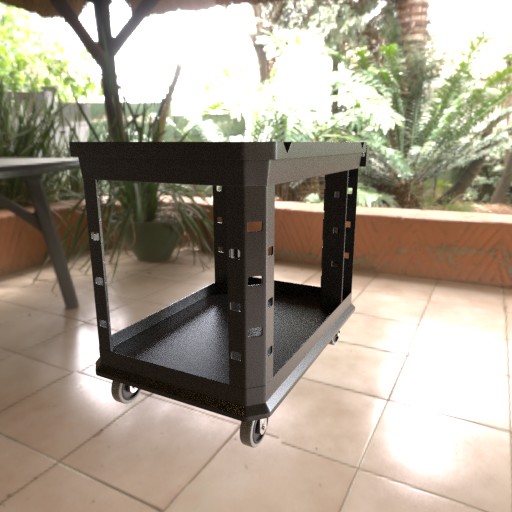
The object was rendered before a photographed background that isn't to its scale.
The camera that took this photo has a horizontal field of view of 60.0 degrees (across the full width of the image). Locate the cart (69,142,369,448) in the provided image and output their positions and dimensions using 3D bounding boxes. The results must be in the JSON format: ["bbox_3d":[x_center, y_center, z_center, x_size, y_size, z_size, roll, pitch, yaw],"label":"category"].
[{"bbox_3d":[0.000,0.000,1.773,0.674,0.884,1.239,7,16,26],"label":"cart"}]
